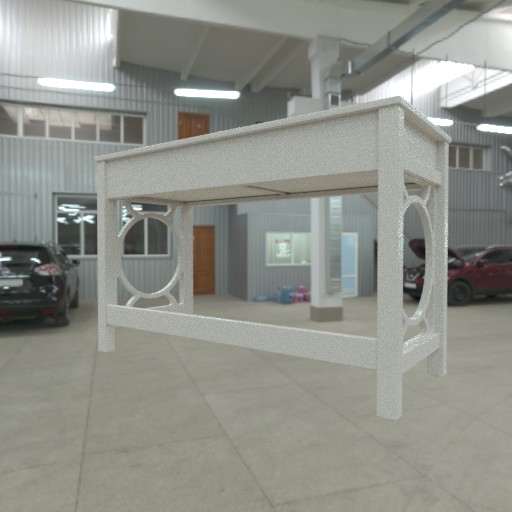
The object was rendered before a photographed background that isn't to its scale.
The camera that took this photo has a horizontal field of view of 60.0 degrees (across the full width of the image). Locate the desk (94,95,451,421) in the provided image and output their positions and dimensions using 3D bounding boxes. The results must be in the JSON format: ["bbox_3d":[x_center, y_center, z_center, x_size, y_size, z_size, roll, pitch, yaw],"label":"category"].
[{"bbox_3d":[0.000,0.000,1.579,1.191,0.762,0.504,1,2,36],"label":"desk"}]
